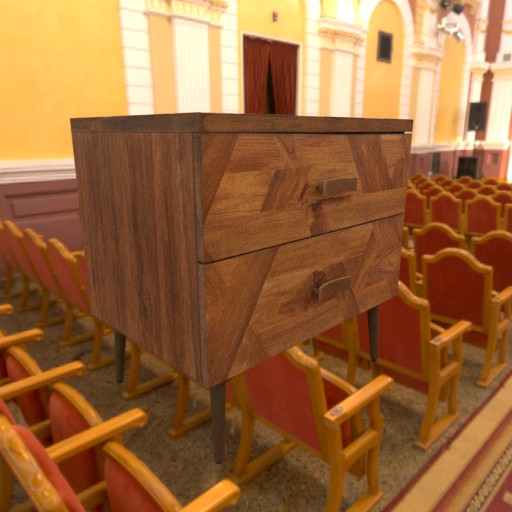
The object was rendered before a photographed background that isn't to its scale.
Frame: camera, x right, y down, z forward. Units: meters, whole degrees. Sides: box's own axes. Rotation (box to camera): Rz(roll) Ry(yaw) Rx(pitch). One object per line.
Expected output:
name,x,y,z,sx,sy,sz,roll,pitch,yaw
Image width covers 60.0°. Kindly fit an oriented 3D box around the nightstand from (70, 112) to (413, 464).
nightstand,0.000,0.000,1.030,0.610,0.610,0.458,-15,22,-42
